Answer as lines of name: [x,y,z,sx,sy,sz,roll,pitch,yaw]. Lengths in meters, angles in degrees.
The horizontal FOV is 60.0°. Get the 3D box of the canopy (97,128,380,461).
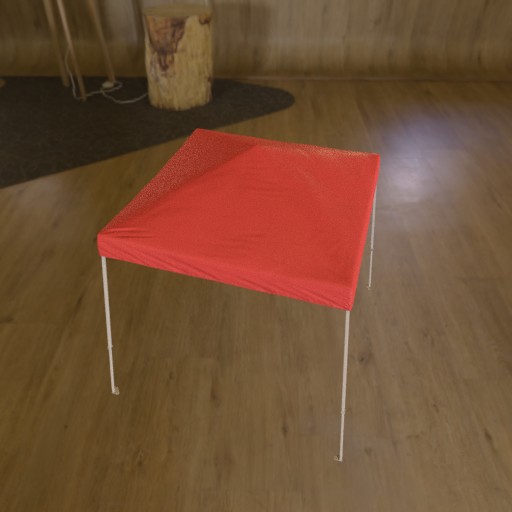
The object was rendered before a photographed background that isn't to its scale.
canopy: [0.000,0.000,6.631,3.600,3.600,3.599,12,42,13]
